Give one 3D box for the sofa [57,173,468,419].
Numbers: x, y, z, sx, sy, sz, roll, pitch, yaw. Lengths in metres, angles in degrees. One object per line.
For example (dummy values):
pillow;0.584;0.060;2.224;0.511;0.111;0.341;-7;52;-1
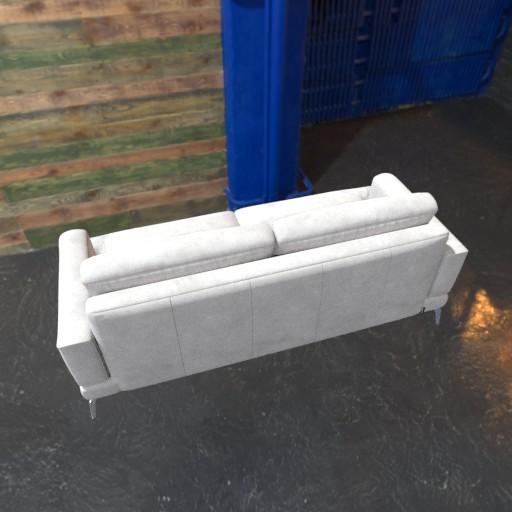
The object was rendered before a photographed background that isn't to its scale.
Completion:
sofa;0.000;0.000;2.455;2.013;0.830;0.980;-12;44;-13
